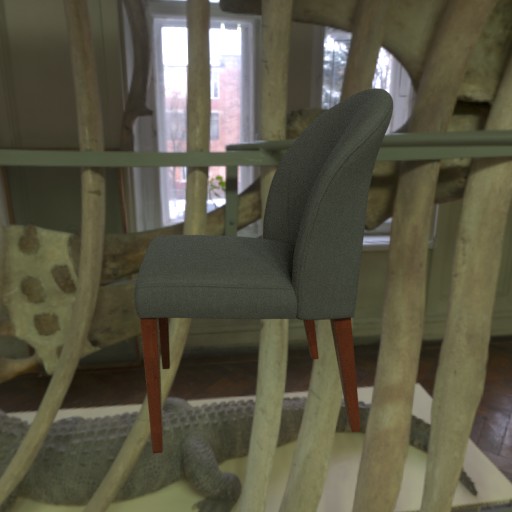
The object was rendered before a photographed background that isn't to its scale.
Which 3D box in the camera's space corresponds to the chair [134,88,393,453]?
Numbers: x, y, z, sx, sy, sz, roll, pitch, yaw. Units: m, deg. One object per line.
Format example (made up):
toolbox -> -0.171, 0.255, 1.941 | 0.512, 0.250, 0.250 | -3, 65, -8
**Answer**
chair -> 0.000, 0.000, 1.231 | 0.619, 0.879, 0.506 | -2, 15, -8
